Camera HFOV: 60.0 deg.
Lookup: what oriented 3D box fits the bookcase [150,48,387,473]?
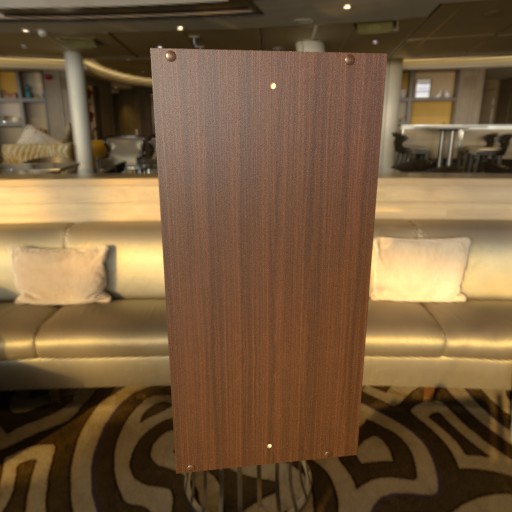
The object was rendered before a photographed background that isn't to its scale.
[{"bbox_3d":[0.000,0.000,0.759,0.290,0.600,0.300,-2,16,-8],"label":"bookcase"}]
